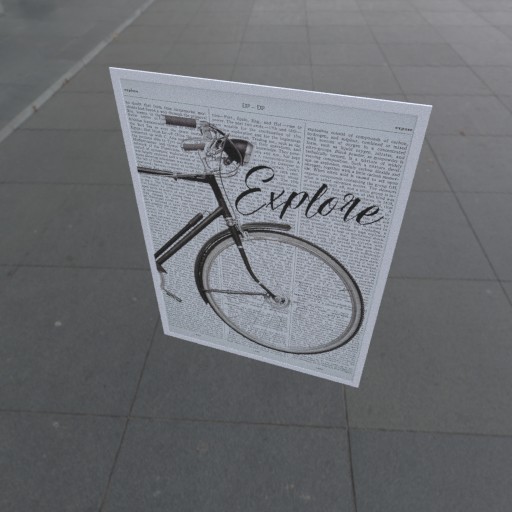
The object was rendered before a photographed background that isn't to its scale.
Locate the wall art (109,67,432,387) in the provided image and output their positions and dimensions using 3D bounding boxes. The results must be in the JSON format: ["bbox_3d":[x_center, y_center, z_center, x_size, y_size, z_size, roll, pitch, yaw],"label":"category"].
[{"bbox_3d":[0.000,0.000,0.799,0.457,0.610,0.003,12,42,14],"label":"wall art"}]
